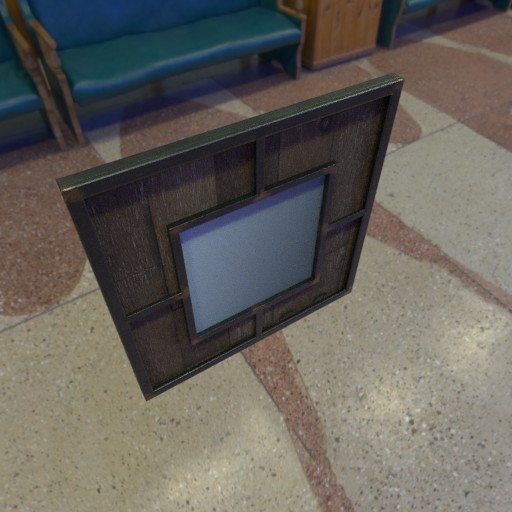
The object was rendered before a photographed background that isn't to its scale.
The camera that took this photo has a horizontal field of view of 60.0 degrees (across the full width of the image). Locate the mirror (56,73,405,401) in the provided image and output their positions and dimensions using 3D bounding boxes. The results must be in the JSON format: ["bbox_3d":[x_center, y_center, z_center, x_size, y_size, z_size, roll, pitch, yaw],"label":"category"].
[{"bbox_3d":[0.000,0.000,0.571,0.382,0.381,0.020,-24,51,-21],"label":"mirror"}]
